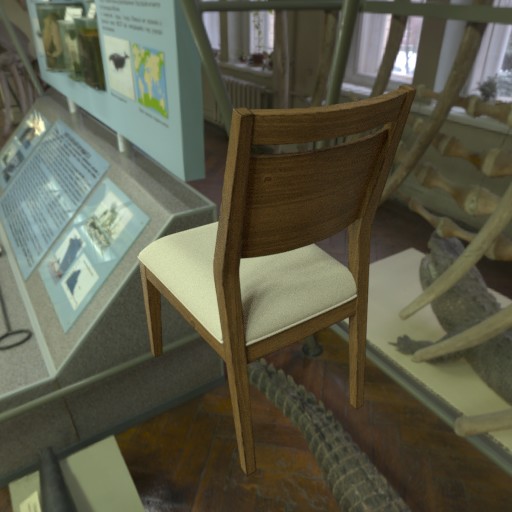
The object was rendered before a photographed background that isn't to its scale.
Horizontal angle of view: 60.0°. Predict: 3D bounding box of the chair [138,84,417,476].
[{"bbox_3d":[0.000,0.000,1.242,0.497,0.939,0.610,-18,35,-28],"label":"chair"}]
